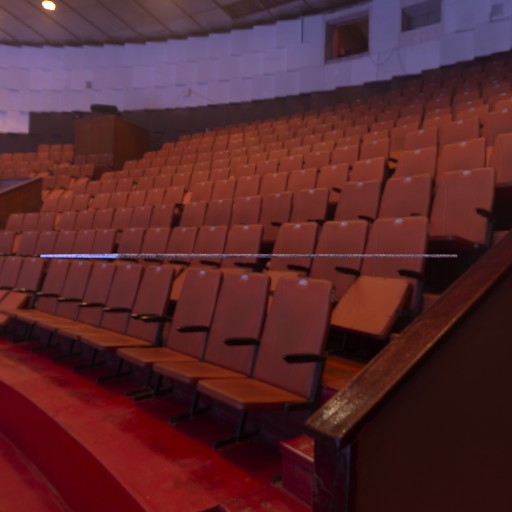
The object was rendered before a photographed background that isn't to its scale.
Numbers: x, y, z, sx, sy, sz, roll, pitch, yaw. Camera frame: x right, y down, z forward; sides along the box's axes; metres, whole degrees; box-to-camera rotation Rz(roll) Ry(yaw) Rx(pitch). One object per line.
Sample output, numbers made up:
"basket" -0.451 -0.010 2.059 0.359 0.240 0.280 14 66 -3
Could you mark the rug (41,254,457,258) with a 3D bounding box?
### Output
"rug" 0.000 0.000 3.044 2.439 0.015 1.524 0 0 -36
